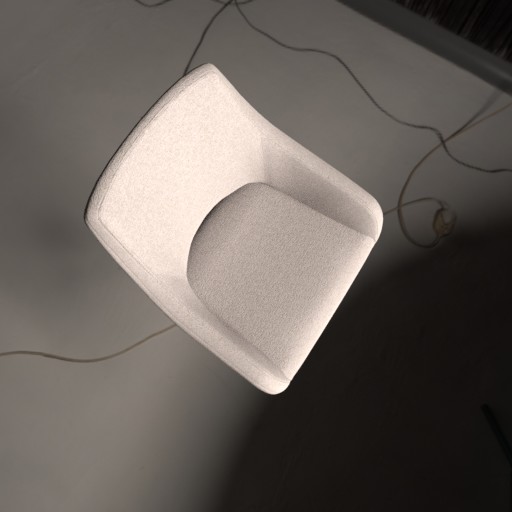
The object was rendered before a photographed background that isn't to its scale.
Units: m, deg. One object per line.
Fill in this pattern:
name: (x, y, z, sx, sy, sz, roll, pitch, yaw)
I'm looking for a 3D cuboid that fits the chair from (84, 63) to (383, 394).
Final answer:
chair: (0.000, 0.000, 1.293, 0.600, 0.889, 0.609, 32, 78, 8)
